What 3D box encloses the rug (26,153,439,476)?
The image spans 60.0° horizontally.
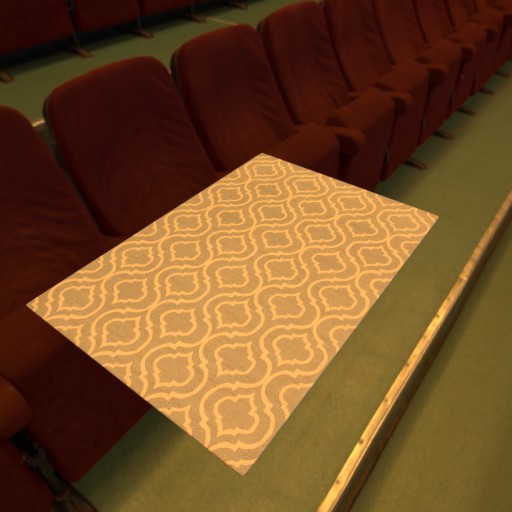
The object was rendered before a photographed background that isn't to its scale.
[{"bbox_3d":[0.000,0.000,2.617,1.451,0.010,2.080,26,47,27],"label":"rug"}]
